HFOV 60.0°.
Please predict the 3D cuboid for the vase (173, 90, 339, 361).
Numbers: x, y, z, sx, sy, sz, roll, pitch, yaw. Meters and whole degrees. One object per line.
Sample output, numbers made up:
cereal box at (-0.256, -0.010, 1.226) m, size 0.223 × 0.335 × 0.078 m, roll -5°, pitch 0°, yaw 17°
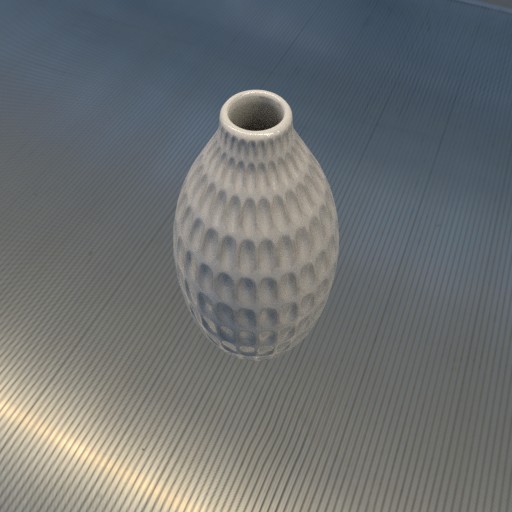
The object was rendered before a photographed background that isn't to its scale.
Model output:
vase at (0.000, 0.000, 0.351) m, size 0.127 × 0.282 × 0.127 m, roll 0°, pitch 57°, yaw 0°
